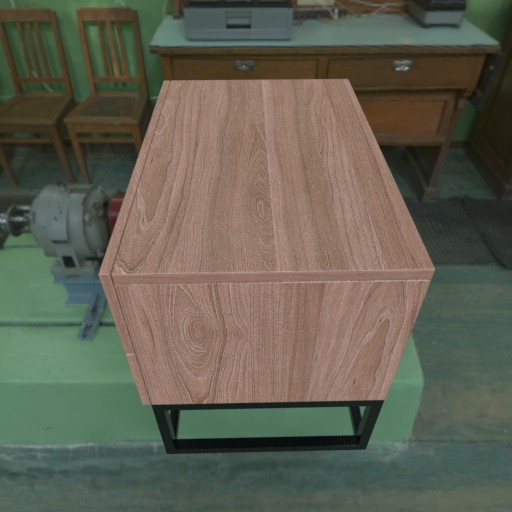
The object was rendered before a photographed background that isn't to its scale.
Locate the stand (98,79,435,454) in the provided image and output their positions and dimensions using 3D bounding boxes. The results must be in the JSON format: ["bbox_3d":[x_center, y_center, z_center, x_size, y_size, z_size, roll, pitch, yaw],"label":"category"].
[{"bbox_3d":[0.000,0.000,0.921,0.420,0.500,0.600,-1,43,-1],"label":"stand"}]
